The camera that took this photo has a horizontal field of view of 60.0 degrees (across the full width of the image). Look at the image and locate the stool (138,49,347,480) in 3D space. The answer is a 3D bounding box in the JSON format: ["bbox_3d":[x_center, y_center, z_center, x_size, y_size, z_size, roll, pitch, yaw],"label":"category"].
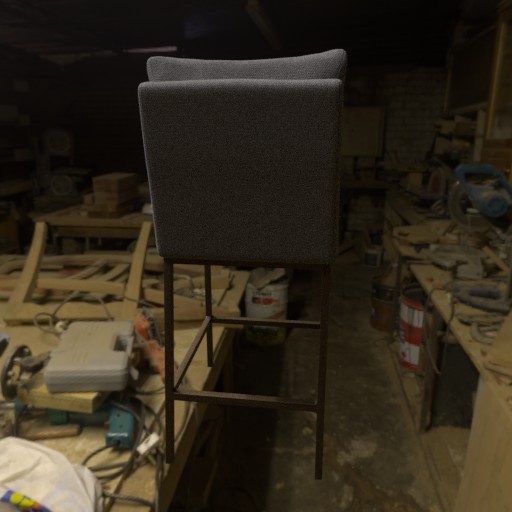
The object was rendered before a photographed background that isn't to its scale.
[{"bbox_3d":[0.000,0.000,1.283,0.463,1.031,0.569,2,16,8],"label":"stool"}]
